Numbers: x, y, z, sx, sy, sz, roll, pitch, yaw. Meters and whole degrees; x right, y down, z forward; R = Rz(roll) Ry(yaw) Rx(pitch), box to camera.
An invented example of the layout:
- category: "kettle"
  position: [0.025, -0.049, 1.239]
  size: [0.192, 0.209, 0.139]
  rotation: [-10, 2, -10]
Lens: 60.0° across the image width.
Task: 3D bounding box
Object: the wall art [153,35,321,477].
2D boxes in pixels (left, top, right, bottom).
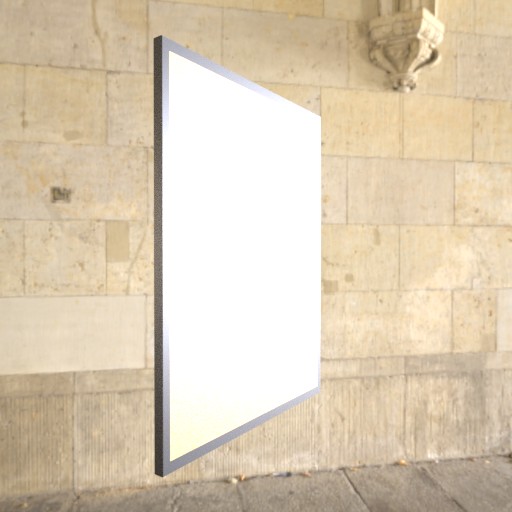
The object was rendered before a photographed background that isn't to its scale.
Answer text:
- category: "wall art"
  position: [0.000, 0.000, 1.349]
  size: [0.030, 1.027, 0.774]
  rotation: [0, 1, 36]
